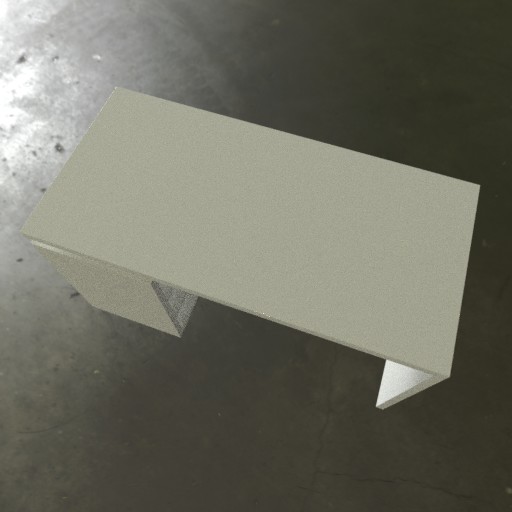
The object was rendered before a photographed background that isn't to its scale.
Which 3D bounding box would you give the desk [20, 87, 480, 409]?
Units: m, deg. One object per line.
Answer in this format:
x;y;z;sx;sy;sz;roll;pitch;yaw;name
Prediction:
0.000;0.000;1.823;1.400;0.740;0.690;18;65;8;desk
